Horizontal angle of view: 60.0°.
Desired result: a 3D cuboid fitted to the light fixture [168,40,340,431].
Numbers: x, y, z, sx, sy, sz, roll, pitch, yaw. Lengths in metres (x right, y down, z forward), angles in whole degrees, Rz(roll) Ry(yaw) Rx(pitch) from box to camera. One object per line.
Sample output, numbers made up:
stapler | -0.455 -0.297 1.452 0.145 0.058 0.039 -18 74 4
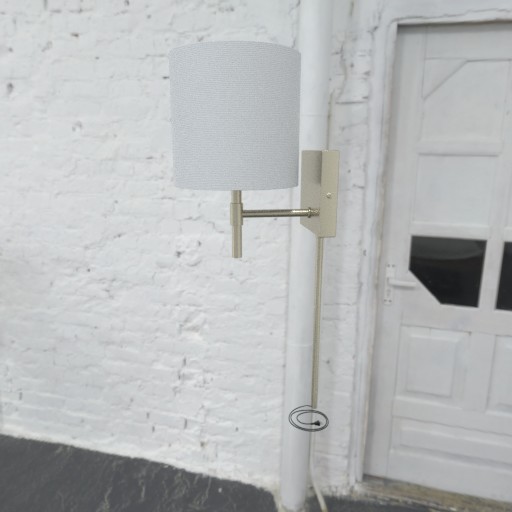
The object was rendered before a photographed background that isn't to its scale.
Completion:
light fixture | 0.000 0.000 0.706 0.248 0.589 0.188 -2 14 -7
